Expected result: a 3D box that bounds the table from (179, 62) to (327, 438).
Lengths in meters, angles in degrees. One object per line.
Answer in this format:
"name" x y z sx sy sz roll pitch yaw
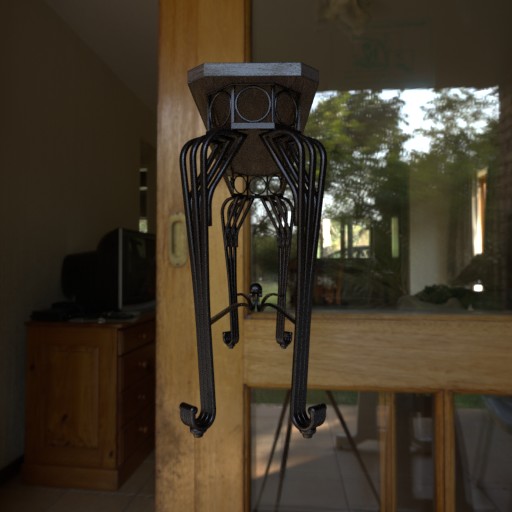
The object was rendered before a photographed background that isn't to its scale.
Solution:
"table" 0.000 0.000 1.472 0.329 0.800 1.112 0 -1 1
